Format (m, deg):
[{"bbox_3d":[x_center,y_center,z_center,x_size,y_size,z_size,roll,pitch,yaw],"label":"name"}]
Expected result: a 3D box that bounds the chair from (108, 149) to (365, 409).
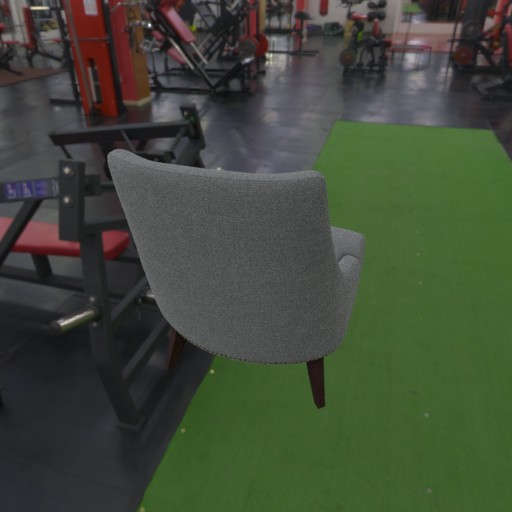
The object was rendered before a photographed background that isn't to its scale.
[{"bbox_3d":[0.000,0.000,1.542,0.701,0.909,0.861,10,32,16],"label":"chair"}]
